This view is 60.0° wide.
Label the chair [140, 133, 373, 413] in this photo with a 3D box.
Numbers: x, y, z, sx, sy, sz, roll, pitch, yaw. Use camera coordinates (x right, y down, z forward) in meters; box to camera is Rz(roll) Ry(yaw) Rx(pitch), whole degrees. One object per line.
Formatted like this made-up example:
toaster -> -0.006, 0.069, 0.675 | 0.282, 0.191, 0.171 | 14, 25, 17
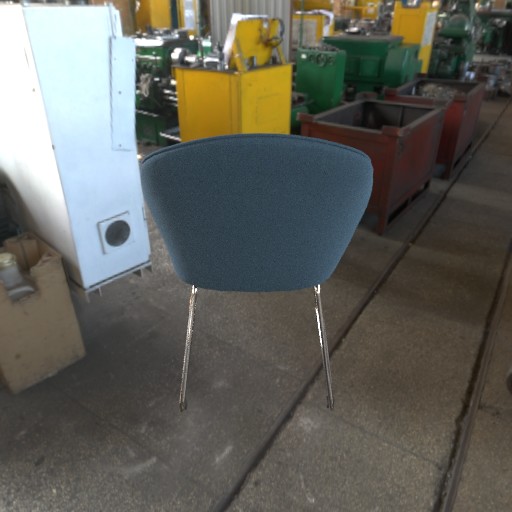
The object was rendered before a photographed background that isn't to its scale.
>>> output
chair -> 0.000, 0.000, 1.201 | 0.570, 0.815, 0.585 | 0, 30, -1
